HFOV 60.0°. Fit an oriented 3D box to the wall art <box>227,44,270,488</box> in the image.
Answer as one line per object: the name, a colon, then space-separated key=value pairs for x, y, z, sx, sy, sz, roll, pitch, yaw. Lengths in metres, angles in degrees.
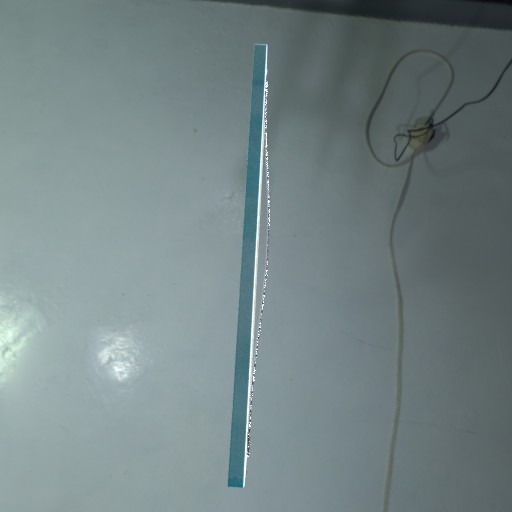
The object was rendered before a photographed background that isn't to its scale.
wall art: x=0.000 y=0.000 z=0.855 sx=0.044 sy=0.254 sz=0.759 roll=3 pitch=75 yaw=1
